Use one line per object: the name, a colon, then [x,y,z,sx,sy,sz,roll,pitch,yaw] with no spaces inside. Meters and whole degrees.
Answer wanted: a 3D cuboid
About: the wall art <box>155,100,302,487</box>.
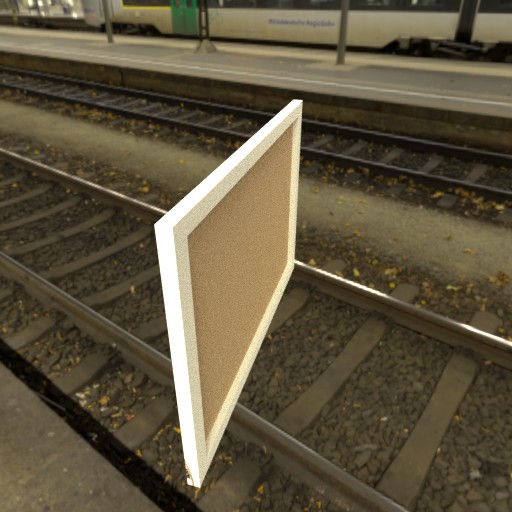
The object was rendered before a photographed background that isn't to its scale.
wall art: [0.000,0.000,1.450,0.038,0.767,1.144,9,32,14]
